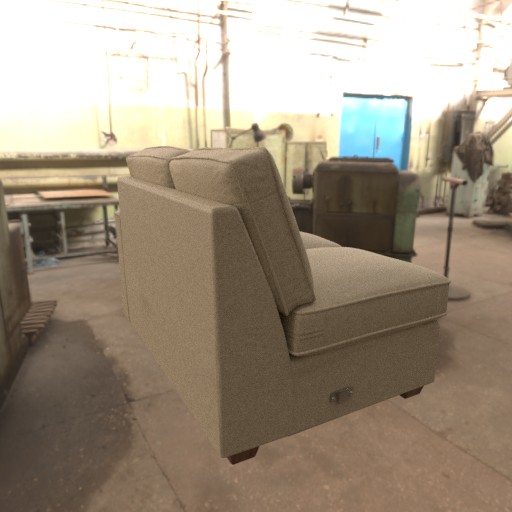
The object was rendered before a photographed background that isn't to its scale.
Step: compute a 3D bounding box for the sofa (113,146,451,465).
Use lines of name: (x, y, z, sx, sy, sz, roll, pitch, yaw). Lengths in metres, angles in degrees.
sofa: (0.000, 0.000, 2.033, 0.991, 0.989, 1.388, -8, 16, -27)
